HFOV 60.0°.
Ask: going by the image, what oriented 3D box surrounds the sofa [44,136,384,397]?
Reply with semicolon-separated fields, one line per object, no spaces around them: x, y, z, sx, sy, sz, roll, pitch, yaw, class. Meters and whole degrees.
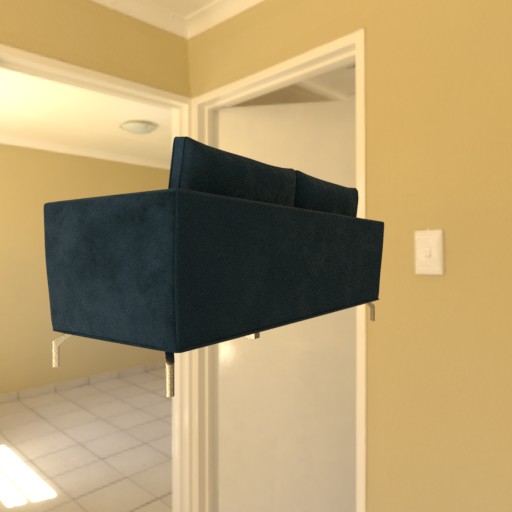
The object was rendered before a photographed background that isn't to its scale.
0.000;0.000;2.677;0.853;0.998;2.212;0;1;35;sofa
